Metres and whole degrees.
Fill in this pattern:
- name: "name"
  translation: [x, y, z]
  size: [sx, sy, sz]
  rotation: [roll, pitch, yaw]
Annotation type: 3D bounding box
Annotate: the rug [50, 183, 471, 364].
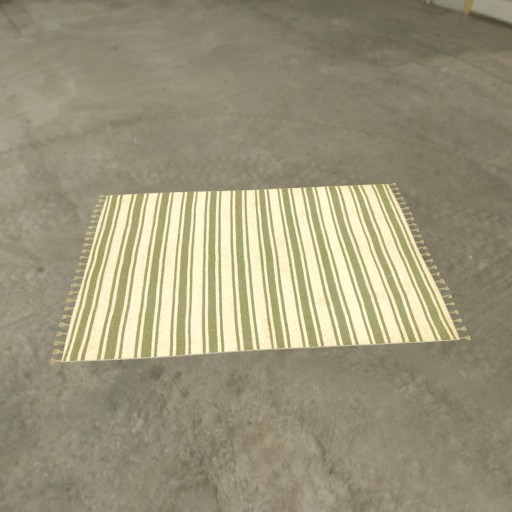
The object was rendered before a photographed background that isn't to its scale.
- name: "rug"
  translation: [0.000, 0.000, 3.064]
  size: [2.435, 0.018, 1.540]
  rotation: [-3, 45, -3]
